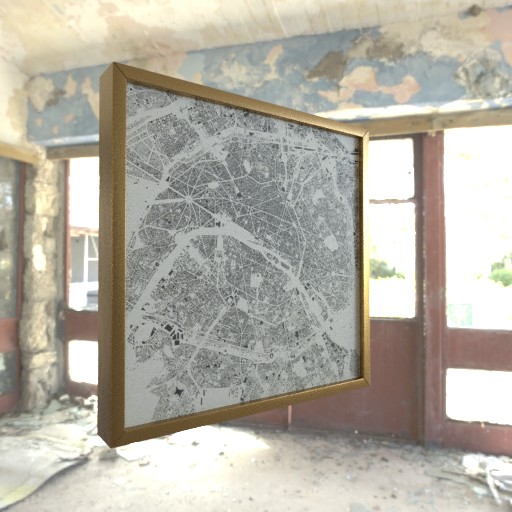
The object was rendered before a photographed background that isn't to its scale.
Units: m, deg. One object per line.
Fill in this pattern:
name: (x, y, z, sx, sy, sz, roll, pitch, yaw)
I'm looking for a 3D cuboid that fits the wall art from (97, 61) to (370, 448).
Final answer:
wall art: (0.000, 0.000, 0.451, 0.305, 0.305, 0.037, 1, -1, -36)
